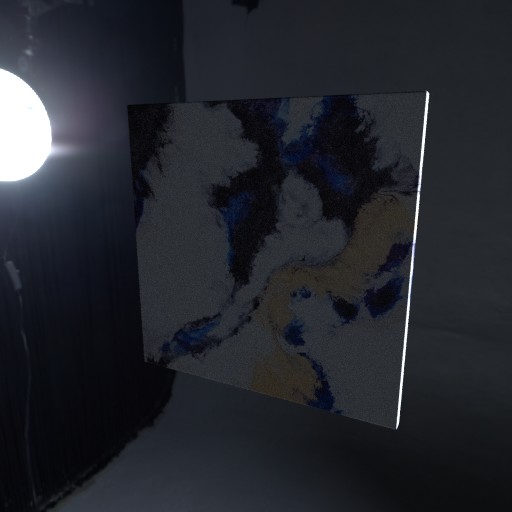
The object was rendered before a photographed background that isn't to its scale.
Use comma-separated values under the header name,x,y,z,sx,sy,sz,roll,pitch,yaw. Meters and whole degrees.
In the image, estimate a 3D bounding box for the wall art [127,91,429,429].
name,x,y,z,sx,sy,sz,roll,pitch,yaw
wall art,0.000,0.000,1.323,0.887,0.885,0.038,7,16,26
